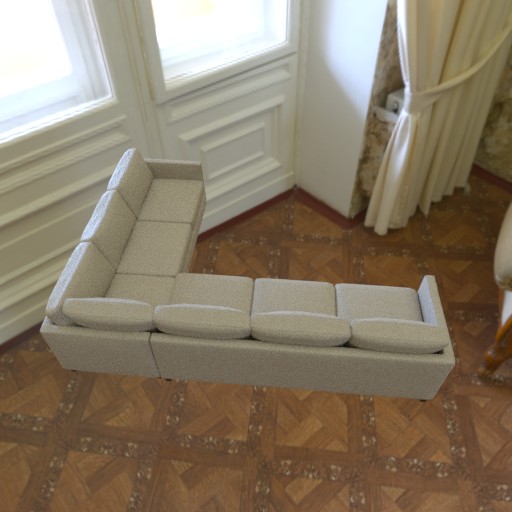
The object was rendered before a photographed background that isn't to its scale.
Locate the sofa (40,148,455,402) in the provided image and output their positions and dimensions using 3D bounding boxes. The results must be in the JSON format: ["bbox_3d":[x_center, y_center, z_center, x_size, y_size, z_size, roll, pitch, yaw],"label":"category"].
[{"bbox_3d":[0.000,0.000,4.487,3.333,0.934,2.522,4,47,3],"label":"sofa"}]
